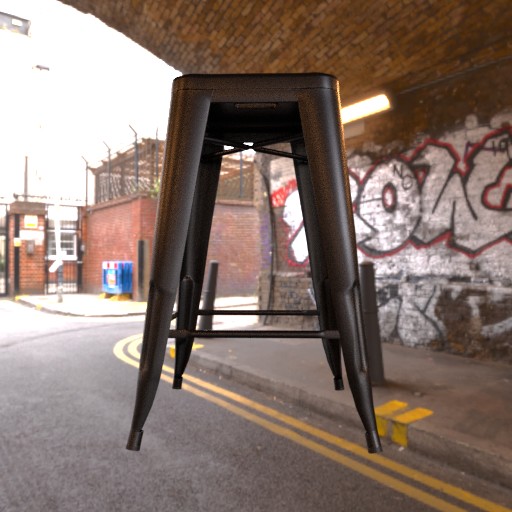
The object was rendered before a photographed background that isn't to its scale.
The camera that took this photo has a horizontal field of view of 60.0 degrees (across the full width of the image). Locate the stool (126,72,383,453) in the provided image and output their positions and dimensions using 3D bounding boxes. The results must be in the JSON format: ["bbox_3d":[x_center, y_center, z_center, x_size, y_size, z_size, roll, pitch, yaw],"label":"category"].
[{"bbox_3d":[0.000,0.000,0.858,0.399,0.609,0.359,0,-1,1],"label":"stool"}]
